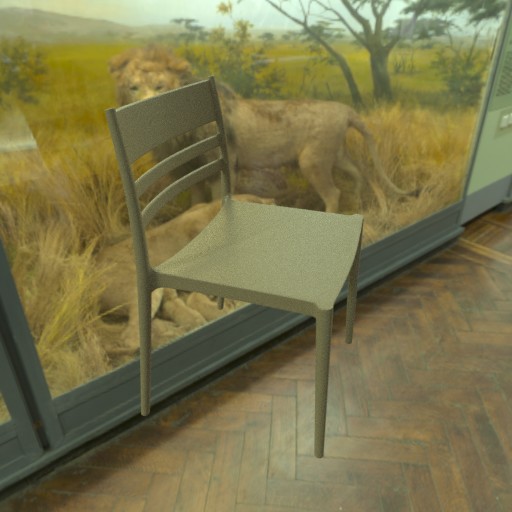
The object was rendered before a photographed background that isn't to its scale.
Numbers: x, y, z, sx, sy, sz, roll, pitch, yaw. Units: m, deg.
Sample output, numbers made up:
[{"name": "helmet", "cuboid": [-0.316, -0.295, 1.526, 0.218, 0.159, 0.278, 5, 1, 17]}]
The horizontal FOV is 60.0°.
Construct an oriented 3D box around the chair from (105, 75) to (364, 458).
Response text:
[{"name": "chair", "cuboid": [0.000, 0.000, 1.150, 0.511, 0.800, 0.531, 10, 31, 17]}]
